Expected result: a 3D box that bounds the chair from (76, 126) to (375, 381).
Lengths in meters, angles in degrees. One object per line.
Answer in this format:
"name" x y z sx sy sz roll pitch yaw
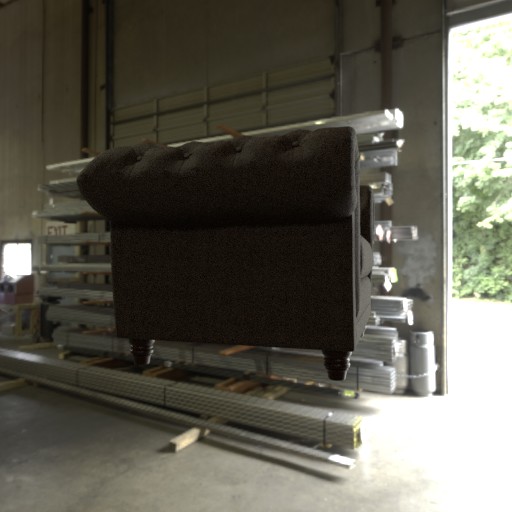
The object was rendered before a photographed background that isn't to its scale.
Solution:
"chair" 0.000 0.000 1.908 0.945 0.780 1.298 0 -1 17
